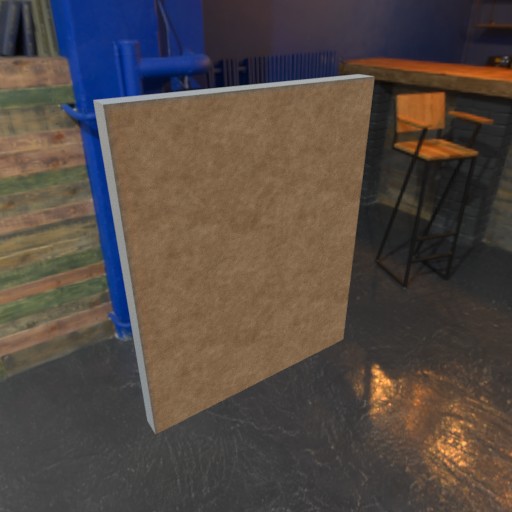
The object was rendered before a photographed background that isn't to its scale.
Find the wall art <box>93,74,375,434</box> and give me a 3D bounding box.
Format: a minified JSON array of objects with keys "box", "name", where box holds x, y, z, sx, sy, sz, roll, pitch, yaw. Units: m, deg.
[{"box":[0.000,0.000,0.768,0.453,0.554,0.037,-18,34,-30],"name":"wall art"}]
